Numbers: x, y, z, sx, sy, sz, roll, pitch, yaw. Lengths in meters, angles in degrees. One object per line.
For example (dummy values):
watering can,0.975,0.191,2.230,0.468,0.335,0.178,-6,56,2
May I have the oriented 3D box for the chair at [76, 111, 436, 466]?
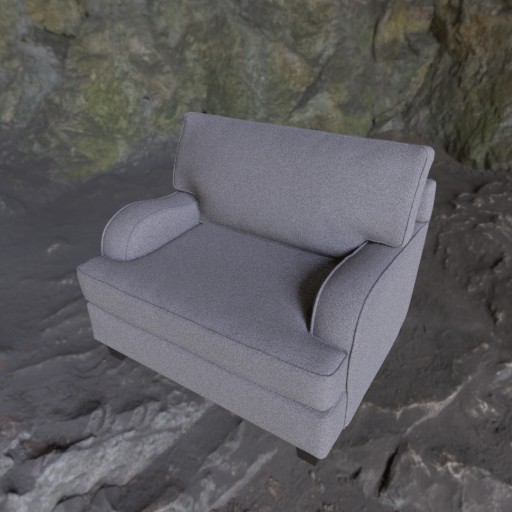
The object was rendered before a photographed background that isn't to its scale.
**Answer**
chair,0.000,0.000,1.947,1.220,1.016,1.040,18,34,28
